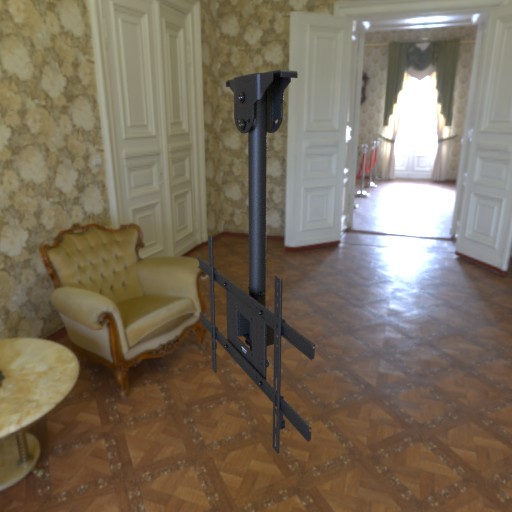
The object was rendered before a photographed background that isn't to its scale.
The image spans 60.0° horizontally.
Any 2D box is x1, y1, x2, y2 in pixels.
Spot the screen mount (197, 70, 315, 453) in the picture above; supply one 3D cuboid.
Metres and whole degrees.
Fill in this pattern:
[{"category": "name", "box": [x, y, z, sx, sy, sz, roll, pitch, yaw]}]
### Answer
[{"category": "screen mount", "box": [0.000, 0.000, 1.027, 0.090, 0.775, 0.595, -8, 19, -26]}]
